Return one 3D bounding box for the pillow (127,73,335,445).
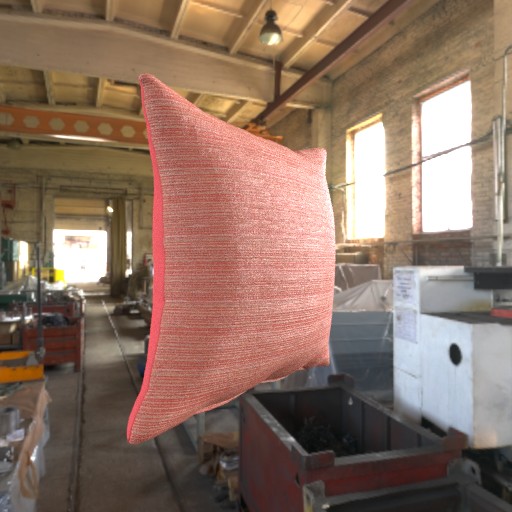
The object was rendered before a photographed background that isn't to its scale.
[{"bbox_3d":[0.000,0.000,0.805,0.229,0.501,0.559,-1,-1,36],"label":"pillow"}]
